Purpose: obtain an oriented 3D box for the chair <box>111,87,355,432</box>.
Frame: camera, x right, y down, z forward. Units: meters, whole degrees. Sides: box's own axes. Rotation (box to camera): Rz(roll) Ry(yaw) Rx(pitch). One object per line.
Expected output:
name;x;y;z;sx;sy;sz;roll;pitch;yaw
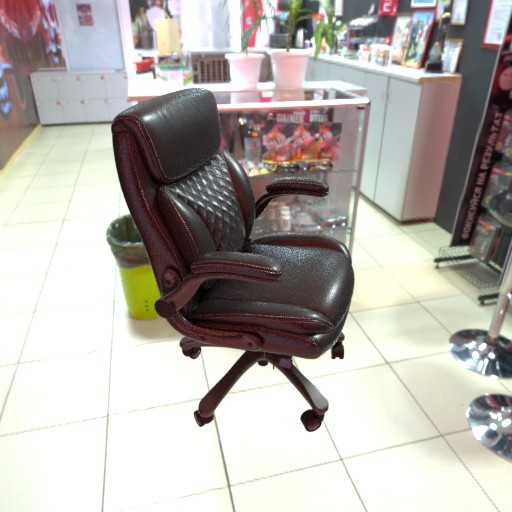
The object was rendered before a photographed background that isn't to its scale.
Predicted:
chair;0.000;0.000;1.633;0.724;1.110;0.782;9;30;16
